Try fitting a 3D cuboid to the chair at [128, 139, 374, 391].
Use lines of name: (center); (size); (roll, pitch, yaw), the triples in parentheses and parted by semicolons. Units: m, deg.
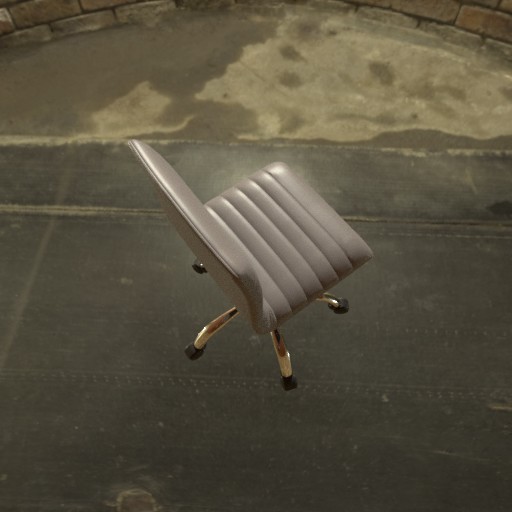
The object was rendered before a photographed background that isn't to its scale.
chair: (0.000, 0.000, 1.187); (0.542, 0.750, 0.569); (-32, 64, -17)
